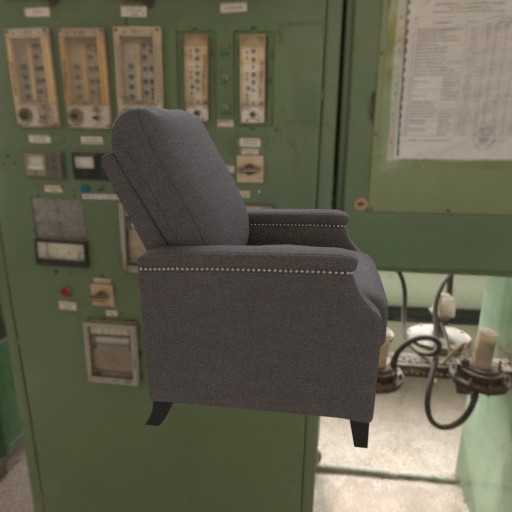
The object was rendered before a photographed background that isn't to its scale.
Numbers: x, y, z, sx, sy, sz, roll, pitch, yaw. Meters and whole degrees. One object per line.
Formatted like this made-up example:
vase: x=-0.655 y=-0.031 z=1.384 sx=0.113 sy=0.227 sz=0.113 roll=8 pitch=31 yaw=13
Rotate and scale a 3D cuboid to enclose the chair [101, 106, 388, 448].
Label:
chair: x=0.000 y=0.000 z=1.656 sx=0.922 sy=1.049 sz=0.710 roll=3 pitch=17 yaw=9
